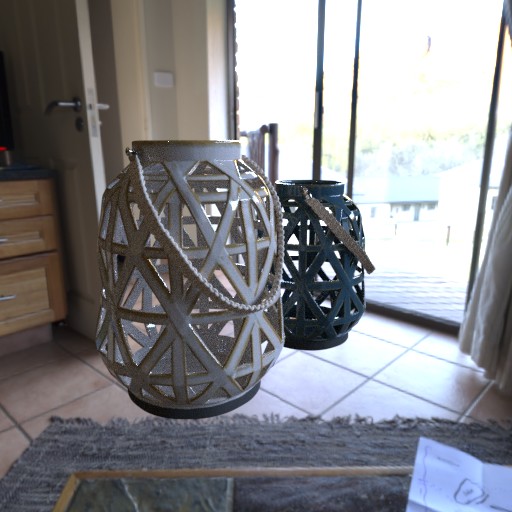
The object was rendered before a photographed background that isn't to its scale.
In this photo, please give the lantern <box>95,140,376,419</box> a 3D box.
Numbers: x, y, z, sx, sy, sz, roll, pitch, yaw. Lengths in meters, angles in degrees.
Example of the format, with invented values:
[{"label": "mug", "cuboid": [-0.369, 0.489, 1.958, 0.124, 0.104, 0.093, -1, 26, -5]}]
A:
[{"label": "lantern", "cuboid": [0.000, 0.000, 0.615, 0.245, 0.307, 0.439, 13, 19, 43]}]
